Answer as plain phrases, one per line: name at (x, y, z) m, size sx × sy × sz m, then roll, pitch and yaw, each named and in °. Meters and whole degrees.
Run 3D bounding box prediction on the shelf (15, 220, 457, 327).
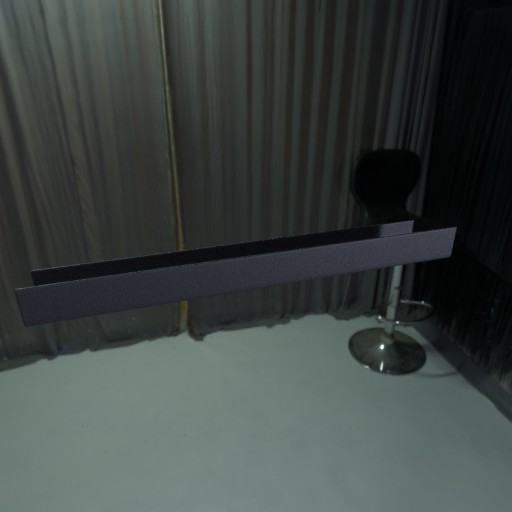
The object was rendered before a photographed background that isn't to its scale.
shelf at (0.000, 0.000, 0.638) m, size 0.605 × 0.053 × 0.102 m, roll -8°, pitch 27°, yaw -16°
